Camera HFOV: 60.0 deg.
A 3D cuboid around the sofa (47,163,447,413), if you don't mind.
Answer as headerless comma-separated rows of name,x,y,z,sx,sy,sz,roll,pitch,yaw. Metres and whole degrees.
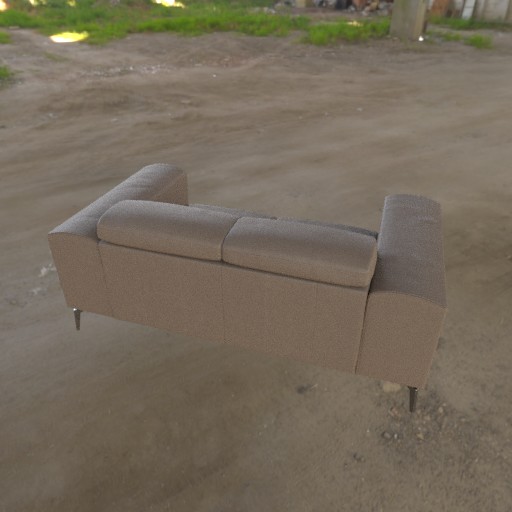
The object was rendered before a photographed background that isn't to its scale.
sofa,0.000,0.000,2.460,1.895,0.779,1.003,10,34,15
